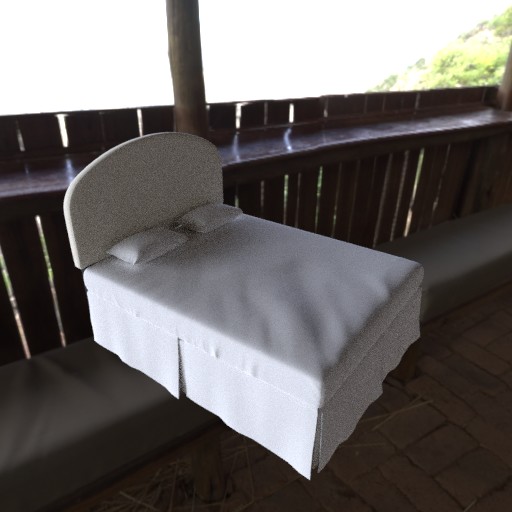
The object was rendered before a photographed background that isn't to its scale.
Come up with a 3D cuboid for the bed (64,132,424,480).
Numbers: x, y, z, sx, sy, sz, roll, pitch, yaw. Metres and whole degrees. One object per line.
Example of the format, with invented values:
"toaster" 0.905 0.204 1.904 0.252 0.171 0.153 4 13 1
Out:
"bed" 0.000 0.000 3.057 2.005 1.410 1.607 19 32 32
